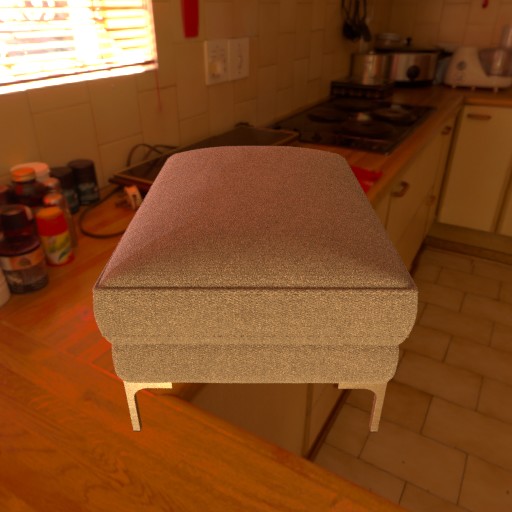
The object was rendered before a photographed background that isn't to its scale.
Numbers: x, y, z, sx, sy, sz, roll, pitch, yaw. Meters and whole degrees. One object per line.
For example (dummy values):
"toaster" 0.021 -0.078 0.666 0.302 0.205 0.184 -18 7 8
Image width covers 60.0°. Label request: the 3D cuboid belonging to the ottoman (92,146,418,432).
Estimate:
"ottoman" 0.000 0.000 1.183 0.583 0.464 0.785 0 30 0
